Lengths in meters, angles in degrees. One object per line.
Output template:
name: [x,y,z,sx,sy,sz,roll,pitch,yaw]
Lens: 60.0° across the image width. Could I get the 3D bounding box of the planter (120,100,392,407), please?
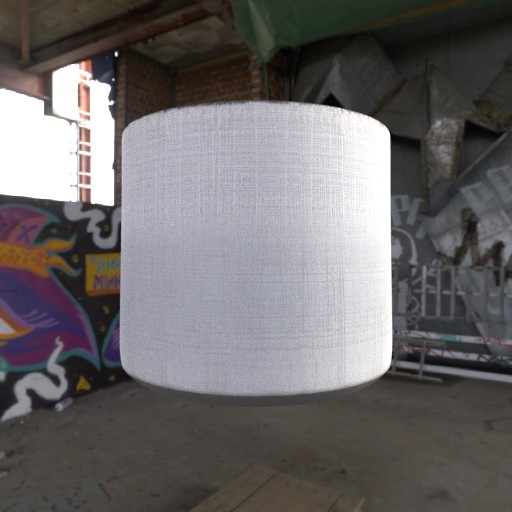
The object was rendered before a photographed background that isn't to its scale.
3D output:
planter: [0.000,0.000,0.431,0.254,0.221,0.254,0,1,0]
